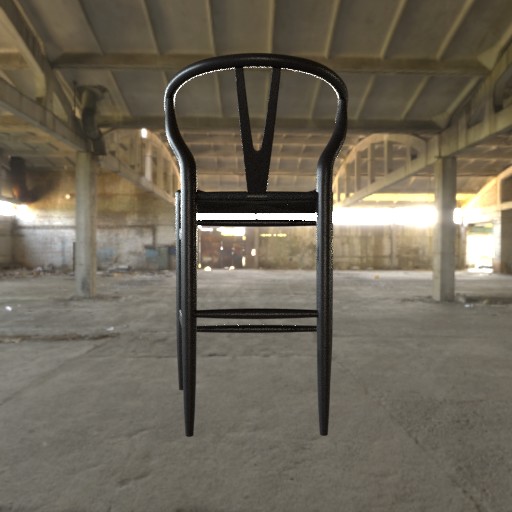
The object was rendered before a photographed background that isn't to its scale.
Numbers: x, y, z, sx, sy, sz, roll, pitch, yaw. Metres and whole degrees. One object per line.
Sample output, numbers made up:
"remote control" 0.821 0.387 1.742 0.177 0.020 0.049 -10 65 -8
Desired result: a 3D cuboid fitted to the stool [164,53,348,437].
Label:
"stool" 0.000 0.000 1.335 0.569 0.970 0.579 0 0 -1
